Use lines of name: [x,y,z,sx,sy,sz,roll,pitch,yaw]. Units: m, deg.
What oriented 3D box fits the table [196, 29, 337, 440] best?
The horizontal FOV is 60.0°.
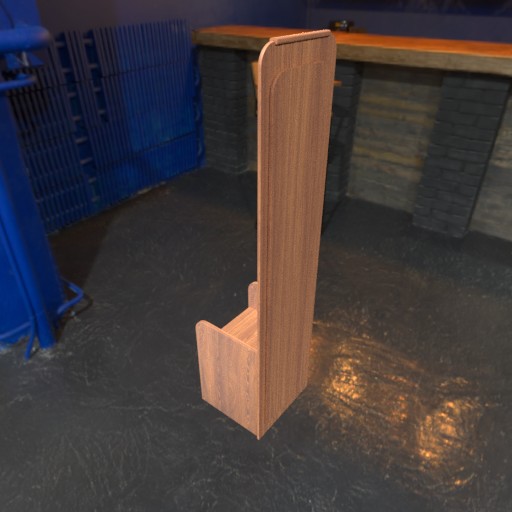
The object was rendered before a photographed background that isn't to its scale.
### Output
table: [0.000,0.000,2.007,0.420,1.830,0.450,23,38,32]
